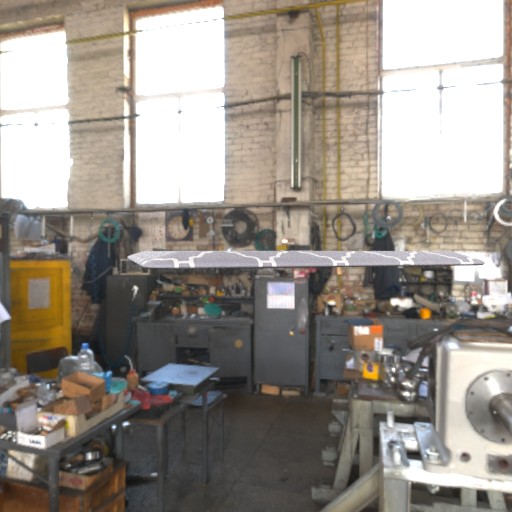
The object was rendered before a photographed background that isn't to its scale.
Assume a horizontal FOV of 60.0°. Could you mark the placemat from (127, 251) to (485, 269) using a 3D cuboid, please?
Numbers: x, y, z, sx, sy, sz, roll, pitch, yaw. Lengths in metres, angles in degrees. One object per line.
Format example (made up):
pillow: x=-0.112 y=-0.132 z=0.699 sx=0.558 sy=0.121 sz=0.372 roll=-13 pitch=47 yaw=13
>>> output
placemat: x=0.000 y=0.000 z=0.944 sx=0.508 sy=0.021 sz=0.762 roll=0 pitch=1 yaw=-18
